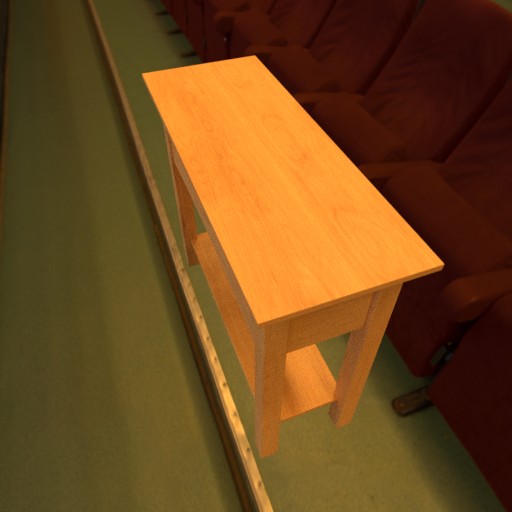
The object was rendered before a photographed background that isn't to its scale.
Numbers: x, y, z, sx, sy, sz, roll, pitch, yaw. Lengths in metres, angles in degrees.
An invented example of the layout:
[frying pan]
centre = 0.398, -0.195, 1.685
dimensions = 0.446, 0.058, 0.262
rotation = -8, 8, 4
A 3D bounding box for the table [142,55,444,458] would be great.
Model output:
[table]
centre = 0.000, 0.000, 1.260
dimensions = 0.340, 0.728, 0.900
rotation = -16, 49, -14
